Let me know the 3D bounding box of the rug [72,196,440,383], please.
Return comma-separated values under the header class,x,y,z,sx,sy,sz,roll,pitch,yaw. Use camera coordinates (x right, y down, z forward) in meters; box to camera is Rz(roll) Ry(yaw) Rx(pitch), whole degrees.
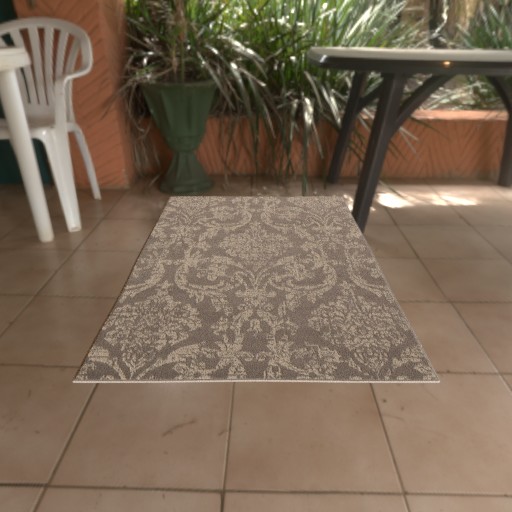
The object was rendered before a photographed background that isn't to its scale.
class,x,y,z,sx,sy,sz,roll,pitch,yaw
rug,0.000,0.000,2.263,1.206,0.012,1.824,0,27,0
